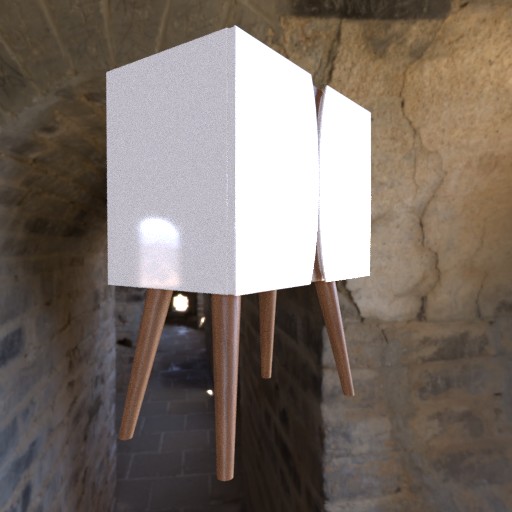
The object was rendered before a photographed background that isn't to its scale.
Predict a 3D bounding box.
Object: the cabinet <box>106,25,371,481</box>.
[{"bbox_3d":[0.000,0.000,1.070,0.344,0.772,0.591,1,2,36],"label":"cabinet"}]
